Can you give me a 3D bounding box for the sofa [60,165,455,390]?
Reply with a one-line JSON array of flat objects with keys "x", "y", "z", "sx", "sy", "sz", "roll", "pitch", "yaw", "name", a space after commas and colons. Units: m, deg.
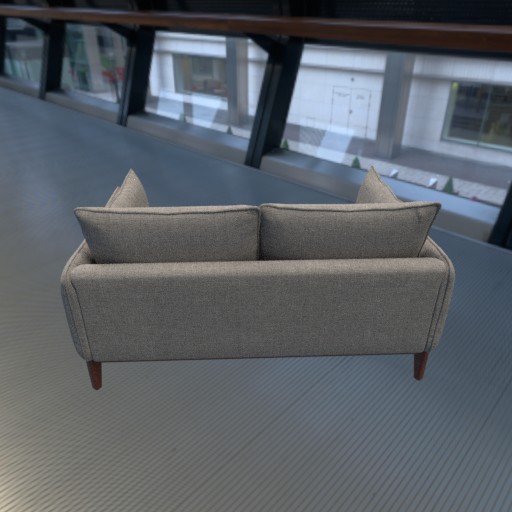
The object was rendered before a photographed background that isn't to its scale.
[{"x": 0.000, "y": 0.000, "z": 2.177, "sx": 1.580, "sy": 0.851, "sz": 0.972, "roll": -1, "pitch": 29, "yaw": -2, "name": "sofa"}]
